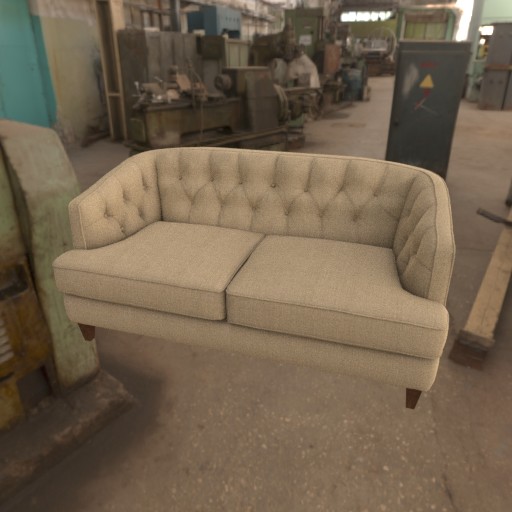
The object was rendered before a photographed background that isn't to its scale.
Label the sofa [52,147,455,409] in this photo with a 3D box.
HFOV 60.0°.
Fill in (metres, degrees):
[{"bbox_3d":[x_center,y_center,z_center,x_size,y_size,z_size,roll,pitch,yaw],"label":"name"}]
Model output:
[{"bbox_3d":[0.000,0.000,2.202,1.733,0.855,0.941,8,26,16],"label":"sofa"}]
